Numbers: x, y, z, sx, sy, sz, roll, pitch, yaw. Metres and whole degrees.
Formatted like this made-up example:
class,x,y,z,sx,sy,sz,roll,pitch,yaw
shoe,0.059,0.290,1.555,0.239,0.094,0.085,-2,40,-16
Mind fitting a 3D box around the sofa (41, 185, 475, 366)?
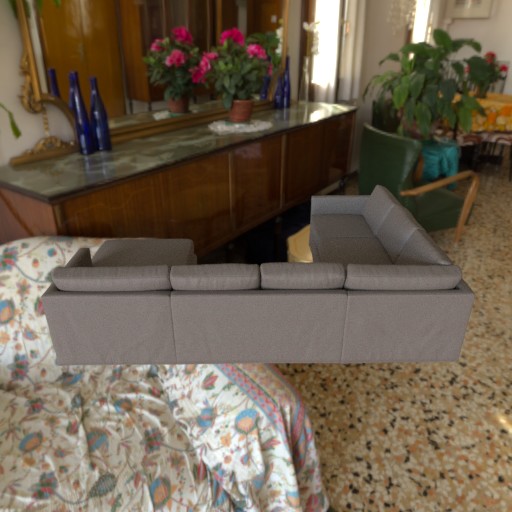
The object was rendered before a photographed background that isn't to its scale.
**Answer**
class,x,y,z,sx,sy,sz,roll,pitch,yaw
sofa,0.000,0.000,4.665,3.460,0.882,2.427,0,27,-1
